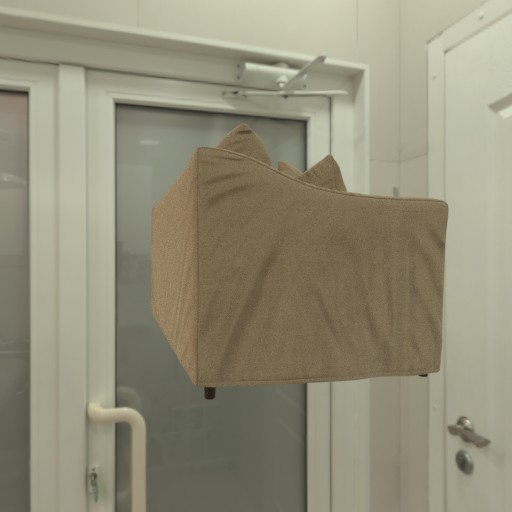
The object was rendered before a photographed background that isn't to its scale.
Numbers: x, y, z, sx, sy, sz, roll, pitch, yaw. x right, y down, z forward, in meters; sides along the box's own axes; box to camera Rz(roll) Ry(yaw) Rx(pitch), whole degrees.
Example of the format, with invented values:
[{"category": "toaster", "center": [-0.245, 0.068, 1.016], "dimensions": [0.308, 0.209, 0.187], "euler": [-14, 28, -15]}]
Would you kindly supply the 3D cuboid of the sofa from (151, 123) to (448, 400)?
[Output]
[{"category": "sofa", "center": [0.000, 0.000, 2.588], "dimensions": [1.072, 1.018, 2.010], "euler": [0, 0, -17]}]
